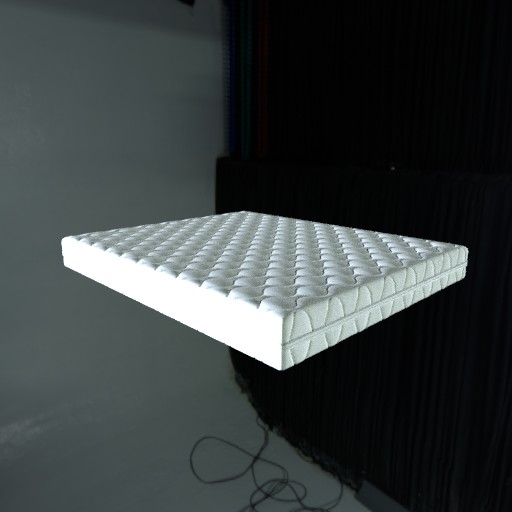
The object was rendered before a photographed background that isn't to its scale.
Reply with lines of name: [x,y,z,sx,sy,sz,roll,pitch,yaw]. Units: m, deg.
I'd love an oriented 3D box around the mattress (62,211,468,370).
mattress: [0.000,0.000,2.696,1.600,0.200,1.900,-14,20,-42]
